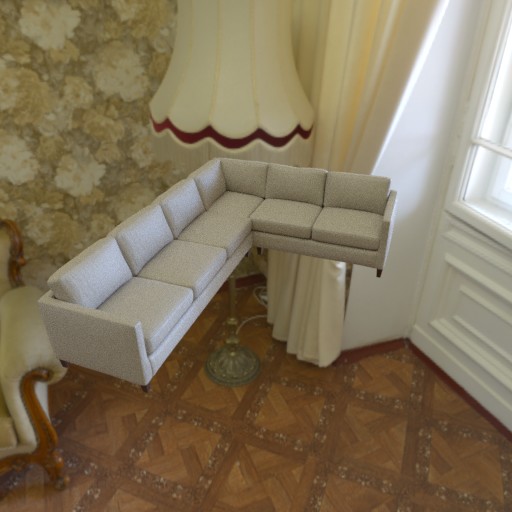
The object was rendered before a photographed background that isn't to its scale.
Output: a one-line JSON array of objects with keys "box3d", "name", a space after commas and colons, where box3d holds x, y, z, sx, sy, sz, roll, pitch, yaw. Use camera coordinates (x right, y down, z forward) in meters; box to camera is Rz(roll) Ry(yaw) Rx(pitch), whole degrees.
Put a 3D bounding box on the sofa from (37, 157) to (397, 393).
[{"box3d": [0.000, 0.000, 4.541, 2.522, 0.934, 3.333, 11, 32, 17], "name": "sofa"}]
